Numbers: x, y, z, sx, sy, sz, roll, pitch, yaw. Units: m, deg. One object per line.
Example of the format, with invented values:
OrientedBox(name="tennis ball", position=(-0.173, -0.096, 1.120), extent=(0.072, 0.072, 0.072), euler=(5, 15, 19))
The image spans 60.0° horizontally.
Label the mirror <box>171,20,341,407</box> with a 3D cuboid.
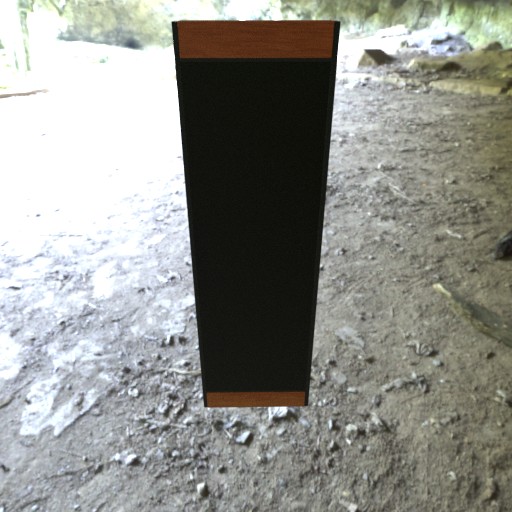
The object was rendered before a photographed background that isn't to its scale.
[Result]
OrientedBox(name="mirror", position=(0.000, 0.000, 1.196), extent=(0.343, 1.123, 0.047), euler=(0, 30, -1))
